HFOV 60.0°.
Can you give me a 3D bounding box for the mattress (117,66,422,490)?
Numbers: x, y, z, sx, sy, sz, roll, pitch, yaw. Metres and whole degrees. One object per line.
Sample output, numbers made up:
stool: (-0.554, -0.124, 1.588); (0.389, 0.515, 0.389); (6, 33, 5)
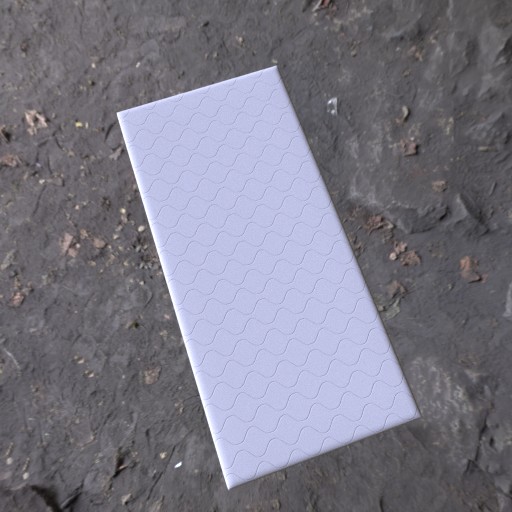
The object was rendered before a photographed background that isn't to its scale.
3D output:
mattress: (0.000, 0.000, 2.205); (0.900, 0.200, 1.900); (-18, 76, -5)
